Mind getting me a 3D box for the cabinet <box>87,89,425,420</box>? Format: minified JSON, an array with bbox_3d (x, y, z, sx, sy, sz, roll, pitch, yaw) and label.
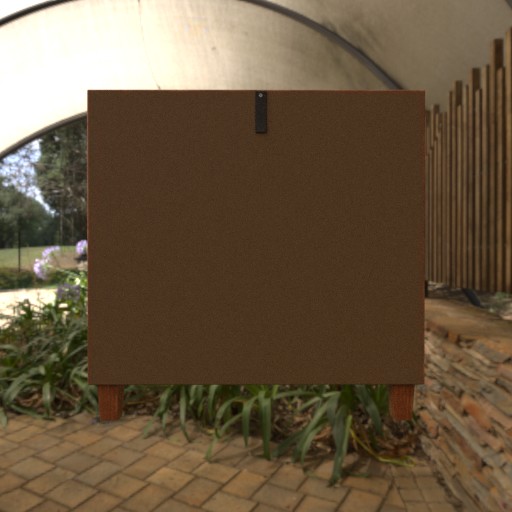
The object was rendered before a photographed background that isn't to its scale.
[{"bbox_3d":[0.000,0.000,1.243,0.796,0.785,0.412,0,0,0],"label":"cabinet"}]
